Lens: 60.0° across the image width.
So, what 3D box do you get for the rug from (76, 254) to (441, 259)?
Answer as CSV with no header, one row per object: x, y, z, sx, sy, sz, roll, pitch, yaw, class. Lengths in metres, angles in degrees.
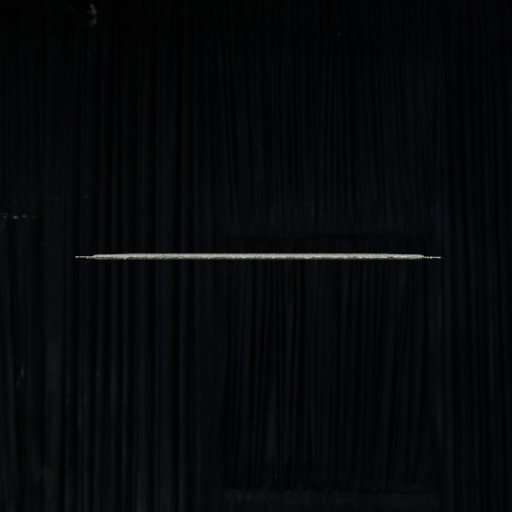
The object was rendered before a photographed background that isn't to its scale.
0.000,0.000,3.293,1.664,0.029,2.615,0,0,-1,rug
